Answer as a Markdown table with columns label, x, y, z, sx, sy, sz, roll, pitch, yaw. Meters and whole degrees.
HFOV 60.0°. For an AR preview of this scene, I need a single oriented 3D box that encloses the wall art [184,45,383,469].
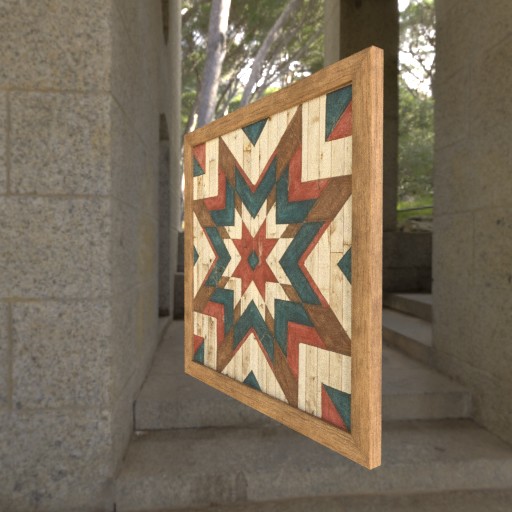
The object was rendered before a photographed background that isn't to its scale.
| label | x | y | z | sx | sy | sz | roll | pitch | yaw |
| --- | --- | --- | --- | --- | --- | --- | --- | --- | --- |
| wall art | 0.000 | 0.000 | 1.014 | 0.029 | 0.691 | 0.695 | -1 | 1 | -35 |
